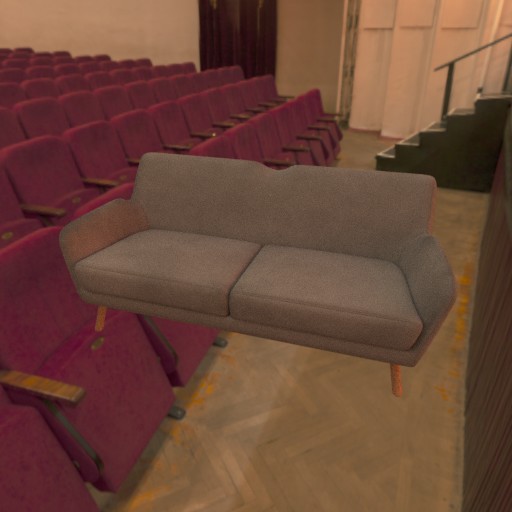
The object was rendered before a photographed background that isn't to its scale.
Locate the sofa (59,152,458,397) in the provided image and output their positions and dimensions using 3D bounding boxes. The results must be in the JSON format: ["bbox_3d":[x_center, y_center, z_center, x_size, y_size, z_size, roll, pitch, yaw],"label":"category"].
[{"bbox_3d":[0.000,0.000,2.329,1.870,0.810,0.850,8,27,16],"label":"sofa"}]
